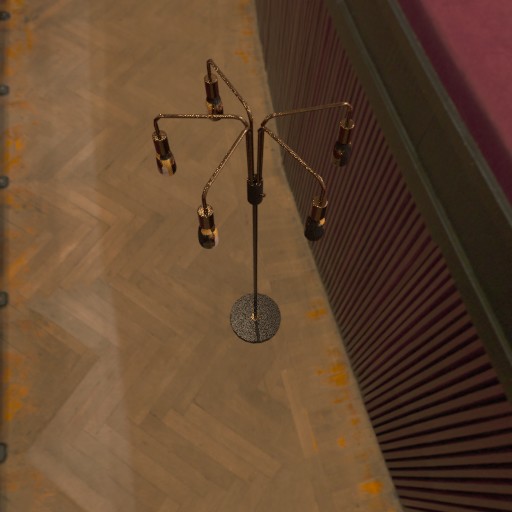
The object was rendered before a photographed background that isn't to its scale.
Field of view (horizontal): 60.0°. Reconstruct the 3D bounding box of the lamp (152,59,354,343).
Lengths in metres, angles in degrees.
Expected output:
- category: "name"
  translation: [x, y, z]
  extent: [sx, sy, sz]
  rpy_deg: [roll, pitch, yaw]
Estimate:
- category: "lamp"
  translation: [0.000, 0.000, 1.950]
  extent: [0.599, 1.721, 0.572]
  rpy_deg: [-12, 65, -6]
